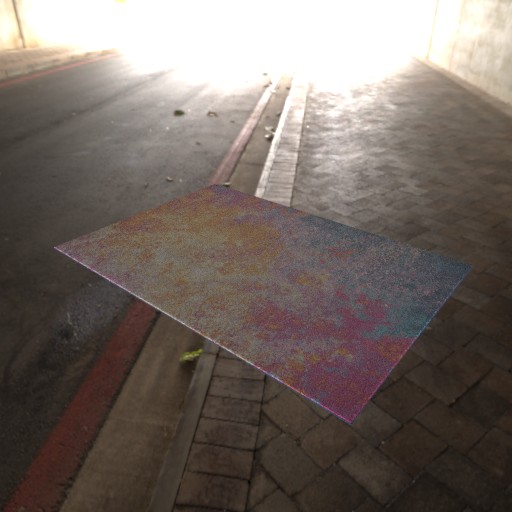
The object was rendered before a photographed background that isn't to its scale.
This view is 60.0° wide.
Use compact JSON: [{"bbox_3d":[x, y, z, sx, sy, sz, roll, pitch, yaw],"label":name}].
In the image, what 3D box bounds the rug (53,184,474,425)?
[{"bbox_3d":[0.000,0.000,3.694,2.896,0.013,2.007,22,37,33],"label":"rug"}]
